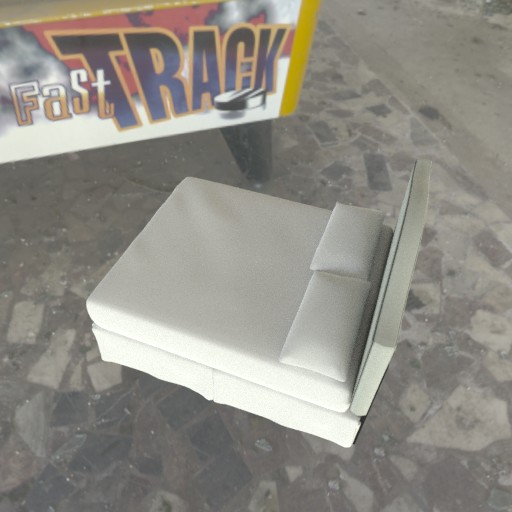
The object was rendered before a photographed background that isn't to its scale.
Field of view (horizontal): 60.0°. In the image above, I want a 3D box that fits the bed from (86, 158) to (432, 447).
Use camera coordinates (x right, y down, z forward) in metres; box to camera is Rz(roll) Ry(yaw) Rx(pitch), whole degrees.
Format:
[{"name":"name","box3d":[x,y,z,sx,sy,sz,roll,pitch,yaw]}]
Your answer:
[{"name":"bed","box3d":[0.000,0.000,3.451,2.180,1.607,1.813,16,49,14]}]
